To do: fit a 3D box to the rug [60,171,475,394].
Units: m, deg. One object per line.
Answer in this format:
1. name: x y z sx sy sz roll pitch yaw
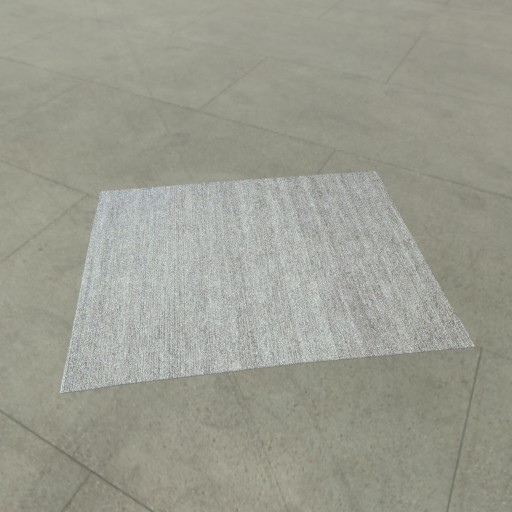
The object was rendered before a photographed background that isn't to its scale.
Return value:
1. rug: 0.000 0.000 4.212 3.202 0.045 2.434 -5 46 -5
